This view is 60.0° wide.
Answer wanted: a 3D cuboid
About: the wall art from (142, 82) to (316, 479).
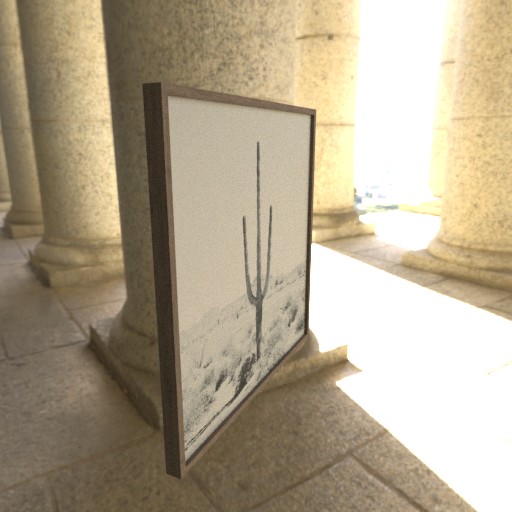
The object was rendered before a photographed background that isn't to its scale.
[{"bbox_3d":[0.000,0.000,1.147,0.038,0.762,0.762,7,16,26],"label":"wall art"}]
